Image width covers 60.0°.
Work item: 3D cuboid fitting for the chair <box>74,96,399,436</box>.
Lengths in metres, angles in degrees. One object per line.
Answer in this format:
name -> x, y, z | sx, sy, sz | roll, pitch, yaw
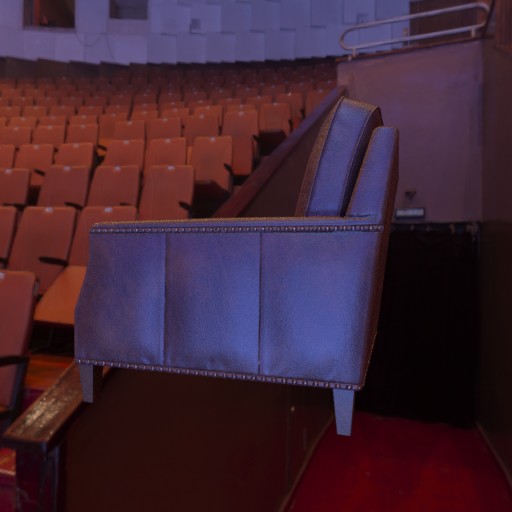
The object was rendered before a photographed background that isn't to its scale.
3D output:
chair -> 0.000, 0.000, 1.660 | 1.014, 0.929, 0.853 | 0, 1, 18
